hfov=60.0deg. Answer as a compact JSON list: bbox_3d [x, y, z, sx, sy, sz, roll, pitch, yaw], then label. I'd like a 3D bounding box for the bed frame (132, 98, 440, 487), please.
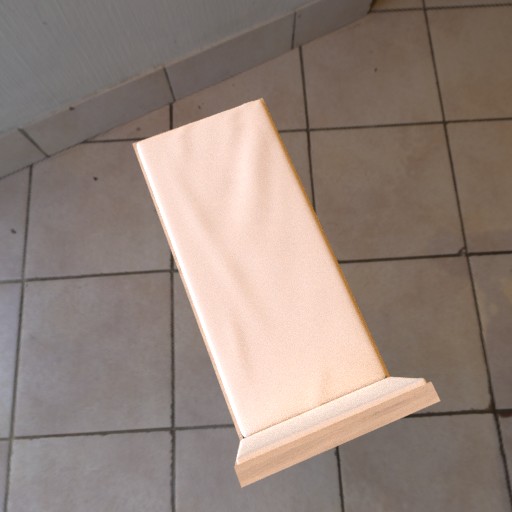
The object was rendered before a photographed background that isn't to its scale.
[{"bbox_3d":[0.000,0.000,2.702,0.990,0.920,2.140,-21,77,-5],"label":"bed frame"}]
